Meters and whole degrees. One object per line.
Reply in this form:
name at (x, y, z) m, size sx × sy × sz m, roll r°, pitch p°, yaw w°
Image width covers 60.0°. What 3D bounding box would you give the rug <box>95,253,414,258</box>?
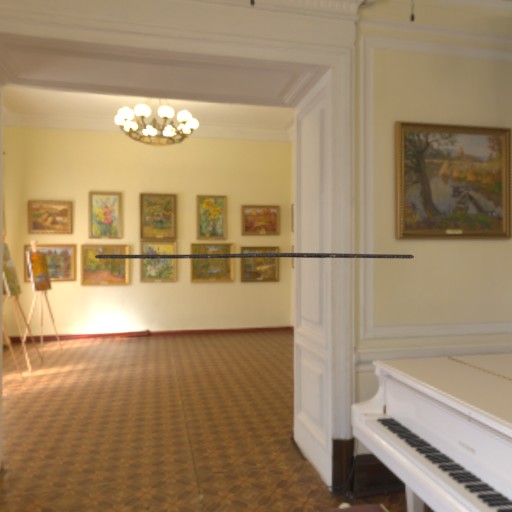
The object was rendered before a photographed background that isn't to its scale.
rug at (0.000, 0.000, 3.626) m, size 1.522 × 0.034 × 3.032 m, roll 0°, pitch 0°, yaw 0°
